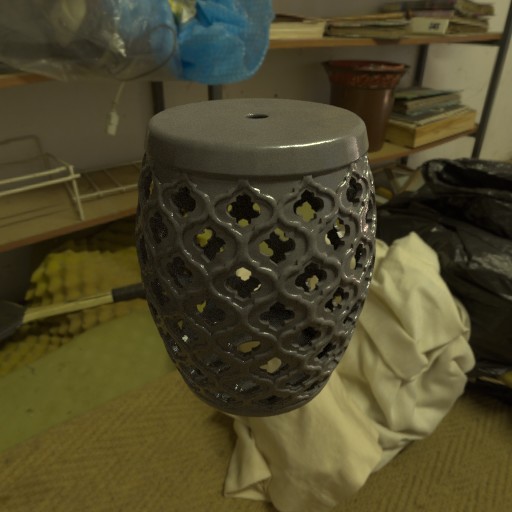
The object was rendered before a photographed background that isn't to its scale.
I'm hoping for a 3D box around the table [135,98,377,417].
[{"bbox_3d":[0.000,0.000,0.631,0.325,0.388,0.325,0,29,0],"label":"table"}]
